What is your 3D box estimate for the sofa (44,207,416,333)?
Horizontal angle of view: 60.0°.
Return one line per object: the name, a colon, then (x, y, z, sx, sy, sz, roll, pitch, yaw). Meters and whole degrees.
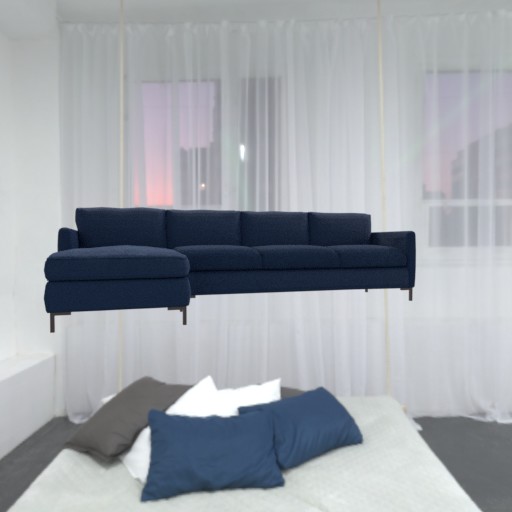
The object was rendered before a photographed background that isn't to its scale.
sofa: (0.000, 0.000, 2.958, 2.450, 0.679, 1.128, -1, 2, -18)
